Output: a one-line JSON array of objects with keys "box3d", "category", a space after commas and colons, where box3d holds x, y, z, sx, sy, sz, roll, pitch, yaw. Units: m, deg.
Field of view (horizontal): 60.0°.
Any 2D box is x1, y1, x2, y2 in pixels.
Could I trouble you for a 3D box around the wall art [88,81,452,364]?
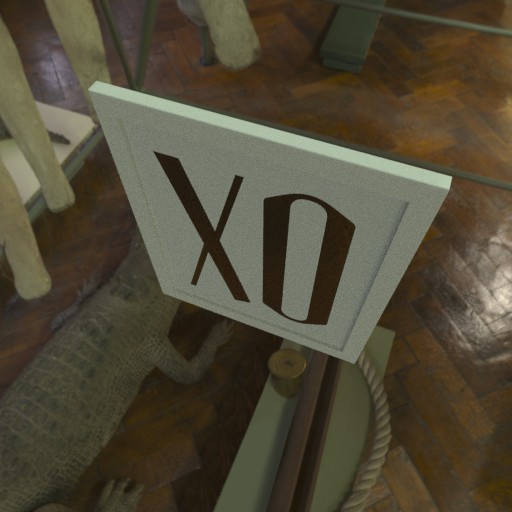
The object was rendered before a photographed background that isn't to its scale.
[{"box3d": [0.000, 0.000, 0.738, 0.444, 0.536, 0.020, 19, 59, 12], "category": "wall art"}]
